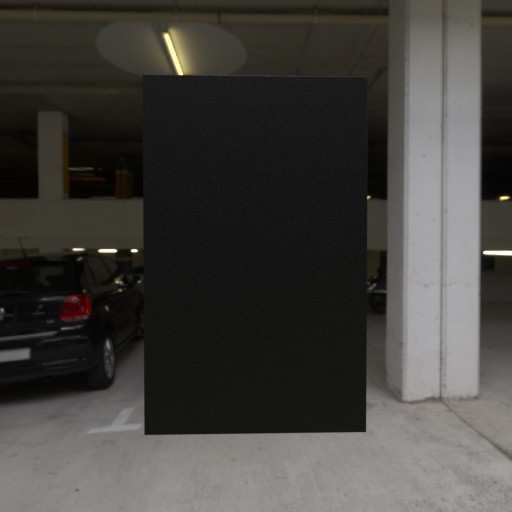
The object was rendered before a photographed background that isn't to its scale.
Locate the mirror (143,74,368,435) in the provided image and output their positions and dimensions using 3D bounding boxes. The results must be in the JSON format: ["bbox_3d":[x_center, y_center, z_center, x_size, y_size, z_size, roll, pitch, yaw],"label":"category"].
[{"bbox_3d":[0.000,0.000,1.528,0.762,1.219,0.038,0,1,-2],"label":"mirror"}]
